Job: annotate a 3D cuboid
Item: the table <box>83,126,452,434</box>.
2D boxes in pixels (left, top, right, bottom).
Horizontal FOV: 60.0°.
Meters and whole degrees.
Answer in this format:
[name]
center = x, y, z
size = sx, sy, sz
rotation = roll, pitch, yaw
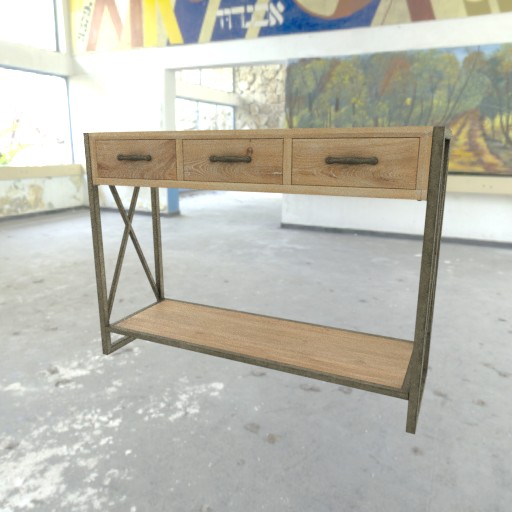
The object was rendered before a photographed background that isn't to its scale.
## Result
[table]
center = 0.000, 0.000, 1.410
size = 1.059, 0.763, 0.361
rotation = 7, 15, 25
